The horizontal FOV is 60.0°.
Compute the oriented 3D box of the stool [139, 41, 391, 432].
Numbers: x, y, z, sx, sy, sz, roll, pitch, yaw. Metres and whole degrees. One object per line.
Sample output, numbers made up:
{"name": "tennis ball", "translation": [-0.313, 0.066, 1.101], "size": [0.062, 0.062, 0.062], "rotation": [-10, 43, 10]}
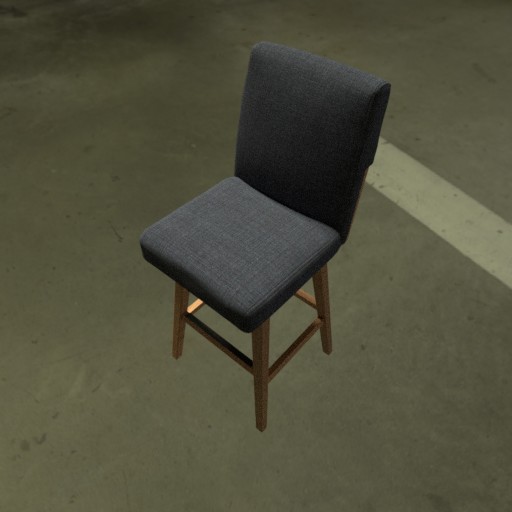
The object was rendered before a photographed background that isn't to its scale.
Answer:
{"name": "stool", "translation": [0.000, 0.000, 1.428], "size": [0.483, 1.112, 0.570], "rotation": [32, 54, 27]}
